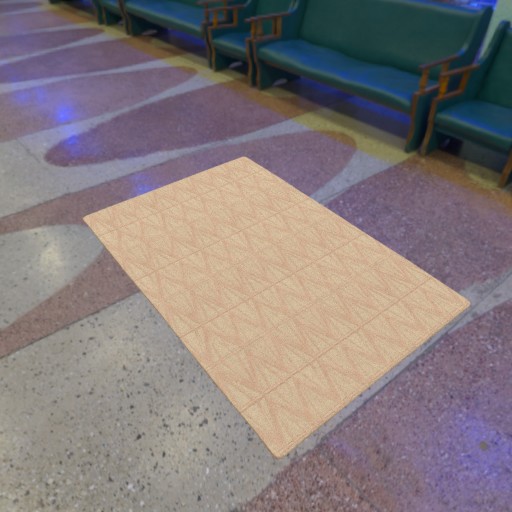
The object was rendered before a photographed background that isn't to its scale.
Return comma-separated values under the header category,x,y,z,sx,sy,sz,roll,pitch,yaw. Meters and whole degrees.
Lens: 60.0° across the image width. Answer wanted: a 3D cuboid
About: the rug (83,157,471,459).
category,x,y,z,sx,sy,sz,roll,pitch,yaw
rug,0.000,0.000,3.122,1.609,0.015,2.390,-27,48,-28
